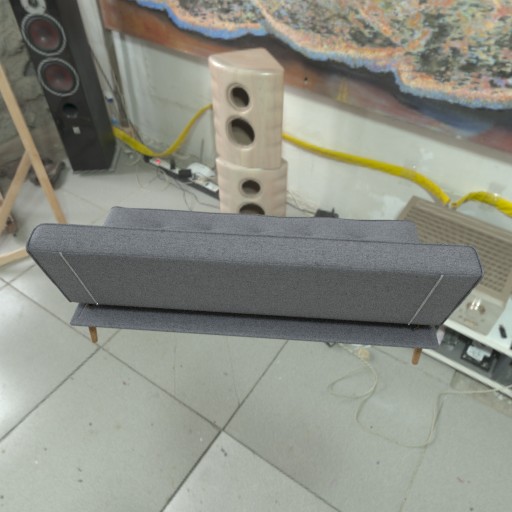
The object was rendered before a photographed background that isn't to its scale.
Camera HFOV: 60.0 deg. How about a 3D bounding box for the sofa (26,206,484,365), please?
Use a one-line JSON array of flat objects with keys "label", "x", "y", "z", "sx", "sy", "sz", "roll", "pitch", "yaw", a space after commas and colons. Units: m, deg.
[{"label": "sofa", "x": 0.000, "y": 0.000, "z": 2.287, "sx": 1.820, "sy": 0.830, "sz": 0.810, "roll": 3, "pitch": 46, "yaw": 3}]
